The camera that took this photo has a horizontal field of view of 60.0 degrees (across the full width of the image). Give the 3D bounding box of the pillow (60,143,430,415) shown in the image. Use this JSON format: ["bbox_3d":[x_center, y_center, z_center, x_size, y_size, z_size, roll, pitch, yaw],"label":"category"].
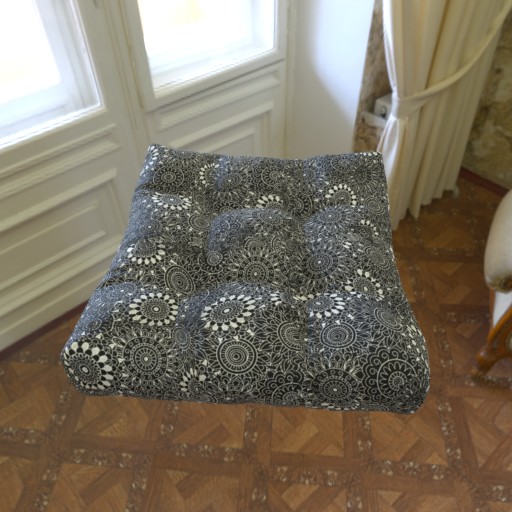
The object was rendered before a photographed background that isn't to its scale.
[{"bbox_3d":[0.000,0.000,0.717,0.468,0.128,0.490,3,46,2],"label":"pillow"}]
